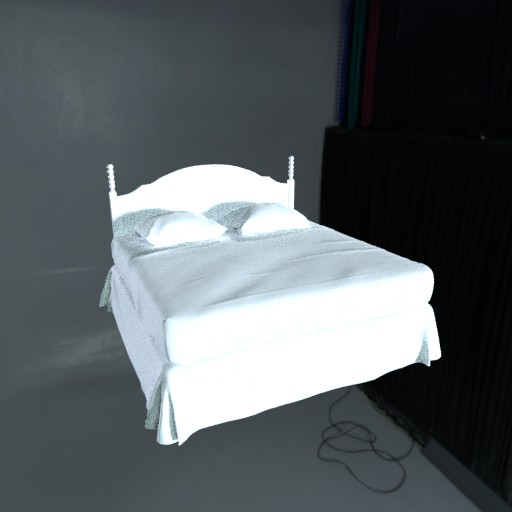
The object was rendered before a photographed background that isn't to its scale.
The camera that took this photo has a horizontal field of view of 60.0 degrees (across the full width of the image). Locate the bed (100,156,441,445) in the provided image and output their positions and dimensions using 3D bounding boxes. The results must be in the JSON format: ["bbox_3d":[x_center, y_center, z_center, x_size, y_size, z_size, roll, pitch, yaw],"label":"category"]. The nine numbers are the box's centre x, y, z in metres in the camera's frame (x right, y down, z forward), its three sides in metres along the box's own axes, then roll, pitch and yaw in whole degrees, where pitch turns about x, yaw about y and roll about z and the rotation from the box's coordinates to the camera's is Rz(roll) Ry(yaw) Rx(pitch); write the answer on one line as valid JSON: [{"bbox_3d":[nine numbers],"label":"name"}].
[{"bbox_3d":[0.000,0.000,3.619,2.322,1.355,2.219,-8,20,-24],"label":"bed"}]
